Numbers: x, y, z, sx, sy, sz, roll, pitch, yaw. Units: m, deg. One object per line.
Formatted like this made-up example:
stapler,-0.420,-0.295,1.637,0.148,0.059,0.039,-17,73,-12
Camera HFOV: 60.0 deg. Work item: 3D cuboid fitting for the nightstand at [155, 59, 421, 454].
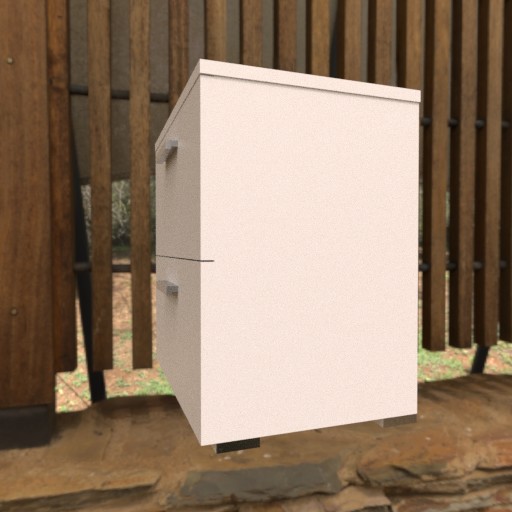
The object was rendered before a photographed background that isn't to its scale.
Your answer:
nightstand,0.000,0.000,0.768,0.325,0.460,0.441,0,1,-19
